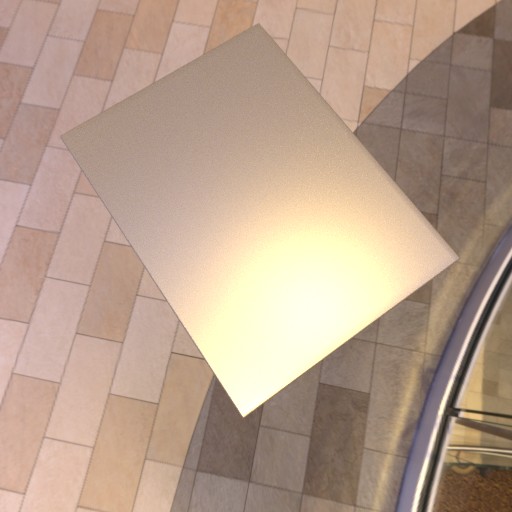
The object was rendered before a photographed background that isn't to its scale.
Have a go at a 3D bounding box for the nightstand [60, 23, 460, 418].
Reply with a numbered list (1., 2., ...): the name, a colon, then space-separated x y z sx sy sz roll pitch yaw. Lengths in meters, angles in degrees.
1. nightstand: 0.000 0.000 0.729 0.288 0.508 0.370 -34 77 -9
